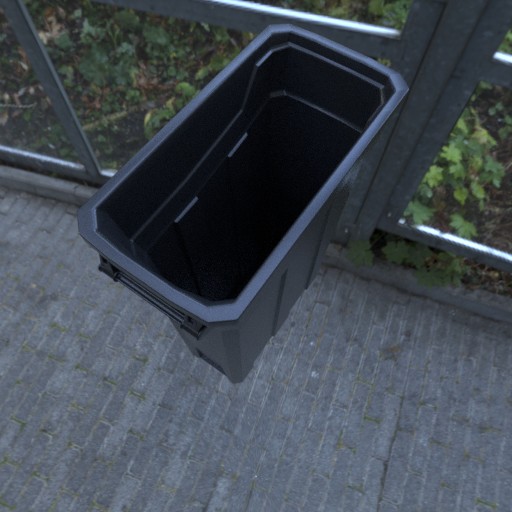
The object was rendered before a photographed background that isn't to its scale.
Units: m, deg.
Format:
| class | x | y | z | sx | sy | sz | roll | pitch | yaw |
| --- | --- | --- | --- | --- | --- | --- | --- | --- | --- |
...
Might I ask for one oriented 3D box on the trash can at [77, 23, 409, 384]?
| class | x | y | z | sx | sy | sz | roll | pitch | yaw |
| --- | --- | --- | --- | --- | --- | --- | --- | --- | --- |
| trash can | 0.000 | 0.000 | 1.019 | 0.281 | 0.762 | 0.559 | 32 | 68 | 15 |
